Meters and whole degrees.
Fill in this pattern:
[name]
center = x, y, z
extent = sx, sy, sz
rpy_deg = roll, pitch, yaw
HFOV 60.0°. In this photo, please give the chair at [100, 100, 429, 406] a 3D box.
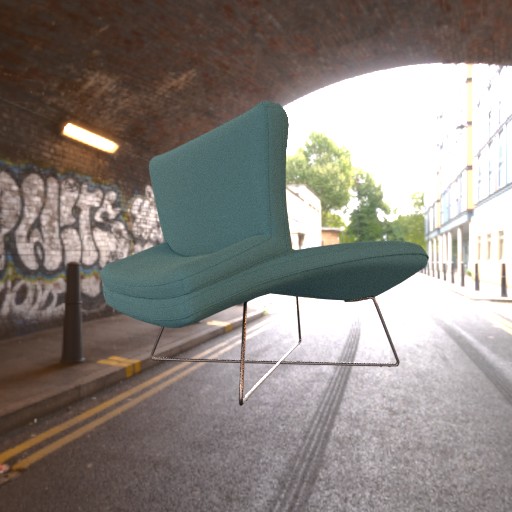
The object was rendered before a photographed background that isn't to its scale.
[chair]
center = 0.000, 0.000, 1.689
extent = 1.008, 0.855, 0.859
rpy_deg = 0, 0, -34
